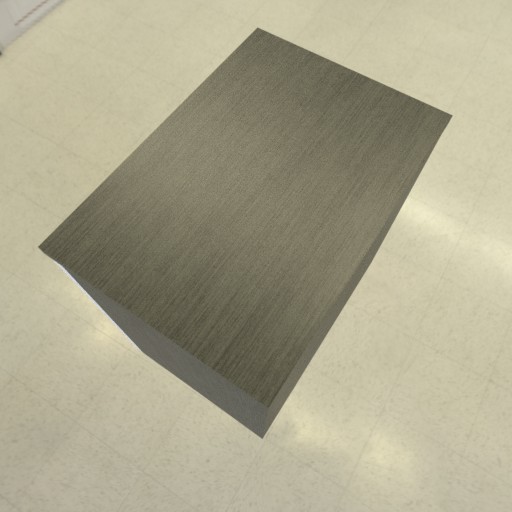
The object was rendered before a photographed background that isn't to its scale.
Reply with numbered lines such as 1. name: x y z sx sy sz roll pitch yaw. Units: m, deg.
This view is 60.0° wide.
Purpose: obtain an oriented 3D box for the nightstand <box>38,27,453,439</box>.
1. nightstand: 0.000 0.000 0.747 0.325 0.460 0.441 31 68 14
